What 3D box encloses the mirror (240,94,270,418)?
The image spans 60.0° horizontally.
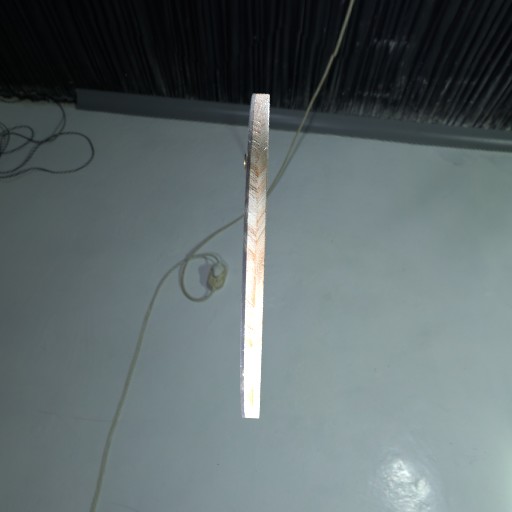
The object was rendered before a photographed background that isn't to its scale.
[{"bbox_3d":[0.000,0.000,1.036,0.038,0.710,0.710,2,64,1],"label":"mirror"}]
